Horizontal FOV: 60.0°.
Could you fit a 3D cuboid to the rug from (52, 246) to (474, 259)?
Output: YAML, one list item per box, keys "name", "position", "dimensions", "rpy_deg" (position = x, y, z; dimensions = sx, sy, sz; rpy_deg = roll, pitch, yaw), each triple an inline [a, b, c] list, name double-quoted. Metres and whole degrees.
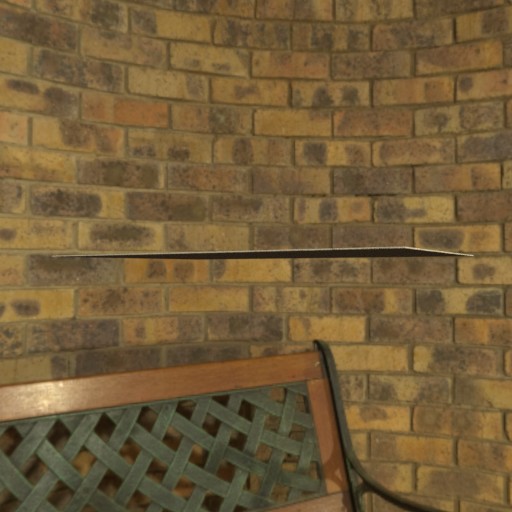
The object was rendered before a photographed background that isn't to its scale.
- name: "rug"
  position: [0.000, 0.000, 2.984]
  dimensions: [2.433, 0.007, 1.507]
  rpy_deg: [-1, -2, 35]
